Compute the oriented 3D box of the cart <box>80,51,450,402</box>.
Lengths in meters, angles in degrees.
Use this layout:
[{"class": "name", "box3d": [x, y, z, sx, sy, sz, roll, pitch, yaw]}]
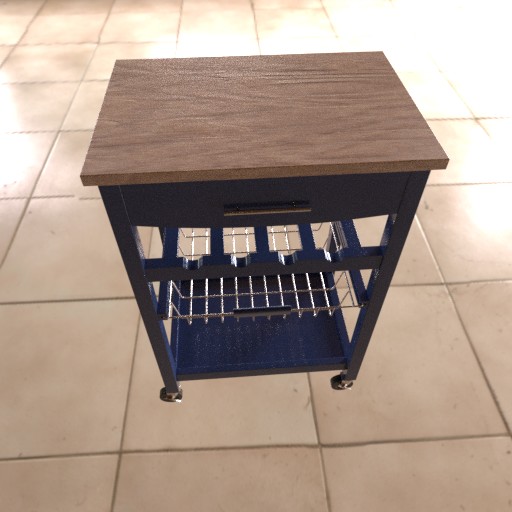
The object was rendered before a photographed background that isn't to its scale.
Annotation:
[{"class": "cart", "box3d": [0.000, 0.000, 1.126, 0.584, 0.839, 0.403, -3, 48, -3]}]
